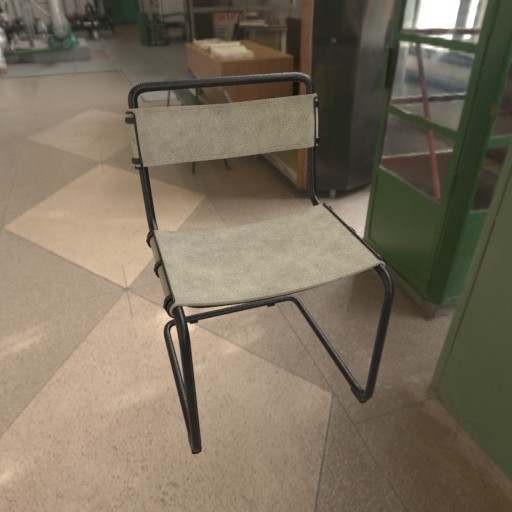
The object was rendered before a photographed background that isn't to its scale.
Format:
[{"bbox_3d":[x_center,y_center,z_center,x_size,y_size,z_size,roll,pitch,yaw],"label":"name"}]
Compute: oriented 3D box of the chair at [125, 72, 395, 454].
[{"bbox_3d":[0.000,0.000,1.089,0.499,0.747,0.497,-11,34,-16],"label":"chair"}]
